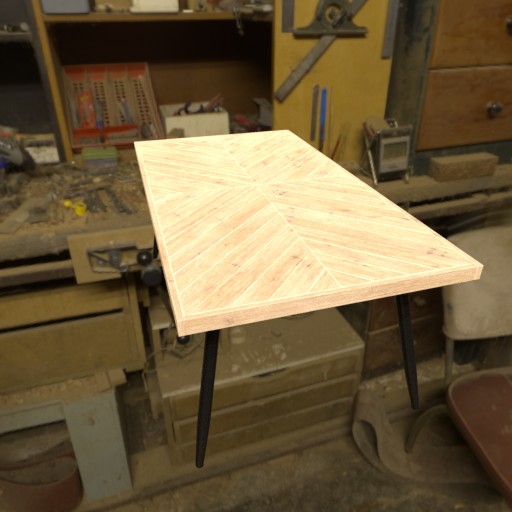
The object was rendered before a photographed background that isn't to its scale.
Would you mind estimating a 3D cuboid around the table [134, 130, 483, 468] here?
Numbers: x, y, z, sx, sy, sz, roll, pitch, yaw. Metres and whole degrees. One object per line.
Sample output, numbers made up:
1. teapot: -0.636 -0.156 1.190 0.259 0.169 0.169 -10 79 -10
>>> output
1. table: 0.000 0.000 2.248 0.991 0.762 1.803 -9 31 -15
